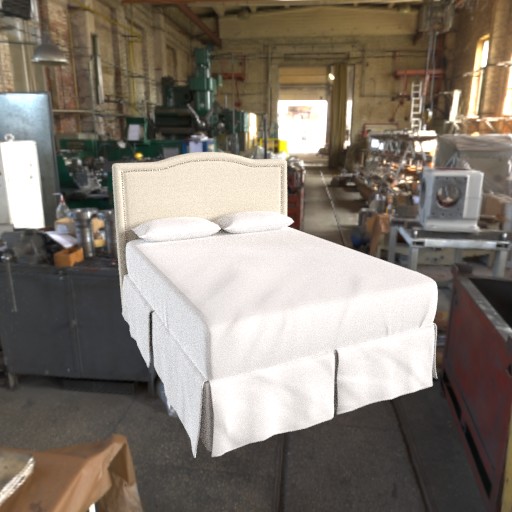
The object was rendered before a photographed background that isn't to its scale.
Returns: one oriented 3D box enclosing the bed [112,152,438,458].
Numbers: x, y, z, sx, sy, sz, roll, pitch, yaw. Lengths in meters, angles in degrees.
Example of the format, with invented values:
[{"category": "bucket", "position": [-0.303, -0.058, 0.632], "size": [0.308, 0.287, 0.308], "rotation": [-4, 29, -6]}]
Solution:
[{"category": "bed", "position": [0.000, 0.000, 3.328], "size": [1.741, 1.449, 2.196], "rotation": [-8, 17, -26]}]
